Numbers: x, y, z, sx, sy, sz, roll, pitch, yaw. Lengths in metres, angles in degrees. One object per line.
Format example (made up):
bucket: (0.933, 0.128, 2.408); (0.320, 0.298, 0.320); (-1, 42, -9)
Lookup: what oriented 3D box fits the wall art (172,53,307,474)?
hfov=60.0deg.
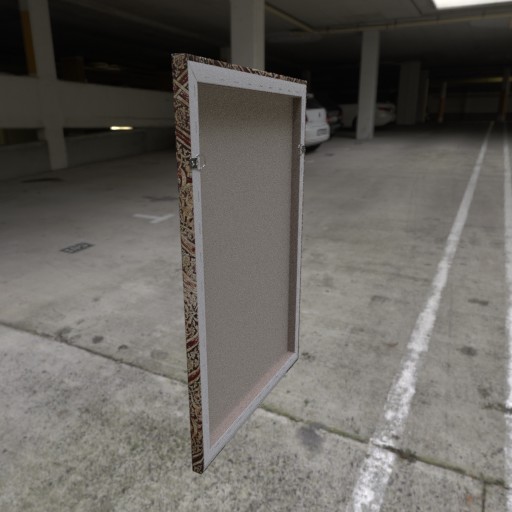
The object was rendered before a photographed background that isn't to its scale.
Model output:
wall art: (0.000, 0.000, 1.166); (0.030, 0.904, 0.599); (8, 18, 26)
